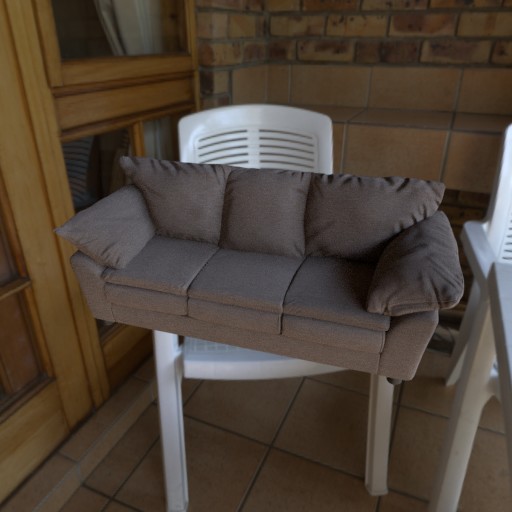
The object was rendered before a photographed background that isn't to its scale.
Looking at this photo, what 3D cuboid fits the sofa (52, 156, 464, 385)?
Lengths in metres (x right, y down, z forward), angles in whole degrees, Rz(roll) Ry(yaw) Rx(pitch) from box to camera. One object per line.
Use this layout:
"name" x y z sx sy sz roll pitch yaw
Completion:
"sofa" 0.000 0.000 2.878 2.390 1.043 0.927 8 28 16
